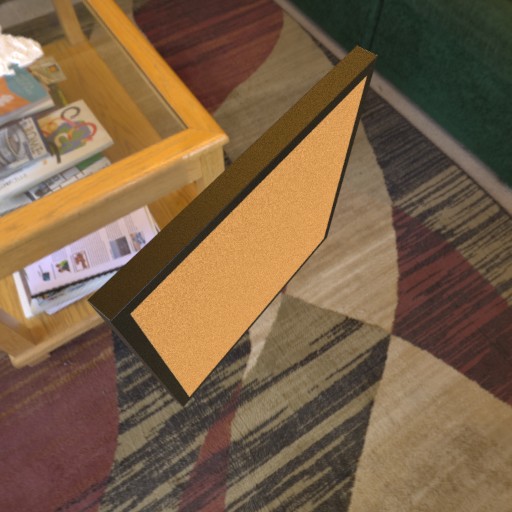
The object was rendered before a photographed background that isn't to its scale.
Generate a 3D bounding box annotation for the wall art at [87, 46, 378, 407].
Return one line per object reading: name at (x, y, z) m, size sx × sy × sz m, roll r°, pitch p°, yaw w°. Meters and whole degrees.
wall art at (0.000, 0.000, 0.764) m, size 0.036 × 0.508 × 0.508 m, roll 35°, pitch 67°, yaw 17°
